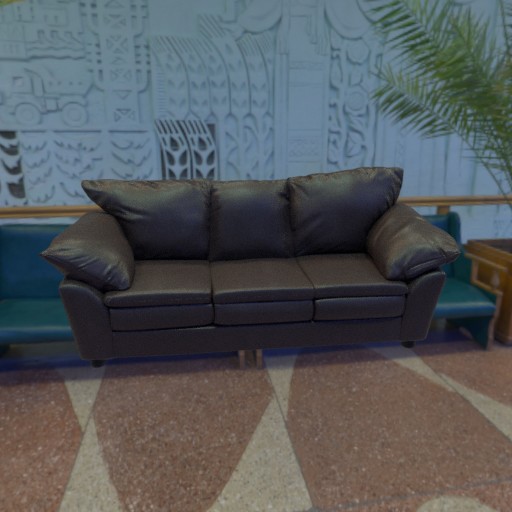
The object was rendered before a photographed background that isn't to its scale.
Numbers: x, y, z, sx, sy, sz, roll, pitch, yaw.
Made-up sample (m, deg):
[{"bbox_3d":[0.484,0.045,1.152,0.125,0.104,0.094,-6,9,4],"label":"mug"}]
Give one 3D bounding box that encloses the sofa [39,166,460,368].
[{"bbox_3d":[0.000,0.000,2.903,2.390,1.091,0.907,-2,16,-7],"label":"sofa"}]
